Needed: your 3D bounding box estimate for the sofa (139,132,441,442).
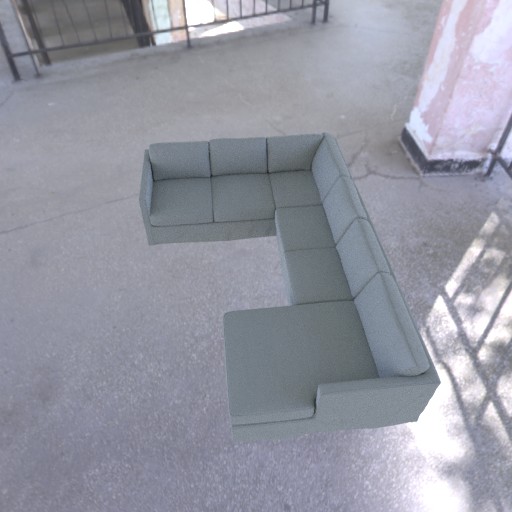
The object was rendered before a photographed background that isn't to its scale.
[{"bbox_3d":[0.000,0.000,4.563,2.427,0.882,3.460,-4,46,-4],"label":"sofa"}]
